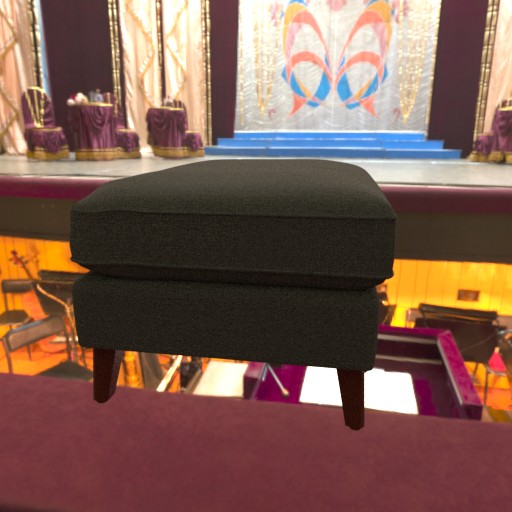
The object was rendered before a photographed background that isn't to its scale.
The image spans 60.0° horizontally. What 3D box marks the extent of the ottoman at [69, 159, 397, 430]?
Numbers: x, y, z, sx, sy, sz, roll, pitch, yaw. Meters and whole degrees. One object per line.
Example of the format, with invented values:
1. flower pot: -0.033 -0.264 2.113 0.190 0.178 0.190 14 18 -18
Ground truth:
1. ottoman: 0.000 0.000 1.224 0.629 0.503 0.835 3 15 9
